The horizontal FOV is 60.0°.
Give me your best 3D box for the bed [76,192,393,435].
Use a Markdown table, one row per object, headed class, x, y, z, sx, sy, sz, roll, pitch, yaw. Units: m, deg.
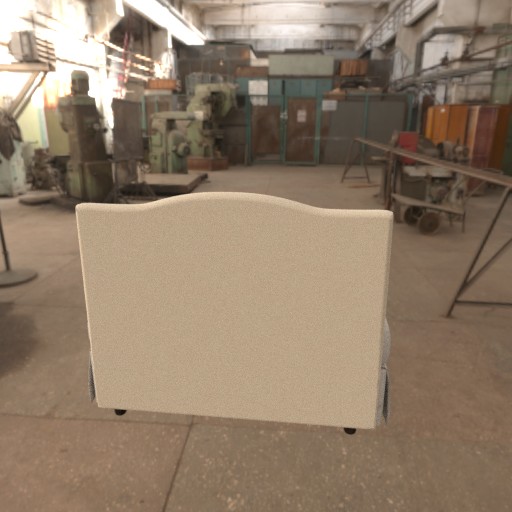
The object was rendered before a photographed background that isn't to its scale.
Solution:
| class | x | y | z | sx | sy | sz | roll | pitch | yaw |
| --- | --- | --- | --- | --- | --- | --- | --- | --- | --- |
| bed | 0.000 | 0.000 | 3.667 | 1.977 | 1.437 | 2.477 | 2 | 17 | 7 |
